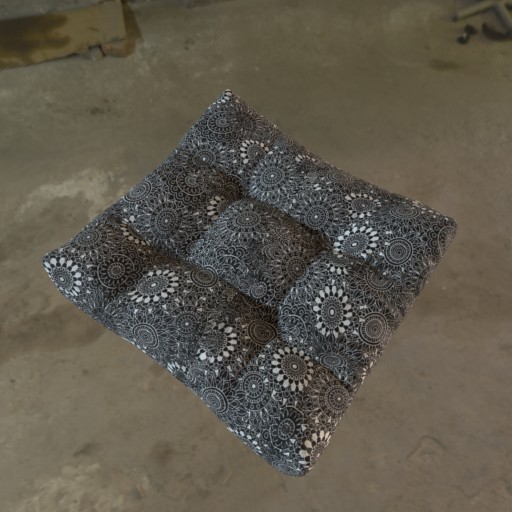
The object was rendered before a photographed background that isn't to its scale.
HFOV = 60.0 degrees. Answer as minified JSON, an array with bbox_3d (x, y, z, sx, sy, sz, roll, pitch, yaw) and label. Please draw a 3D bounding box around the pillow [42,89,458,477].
[{"bbox_3d":[0.000,0.000,0.717,0.490,0.128,0.468,34,68,16],"label":"pillow"}]
